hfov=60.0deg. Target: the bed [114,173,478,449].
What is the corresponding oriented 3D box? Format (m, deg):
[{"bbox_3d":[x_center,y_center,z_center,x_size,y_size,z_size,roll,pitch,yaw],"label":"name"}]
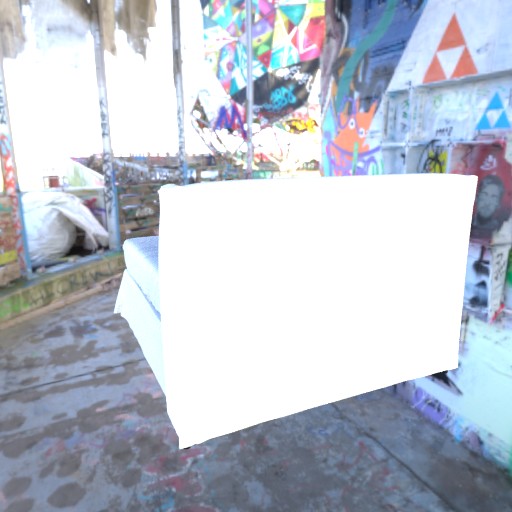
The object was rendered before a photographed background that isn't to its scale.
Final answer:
[{"bbox_3d":[0.000,0.000,3.404,1.925,1.332,2.276,-6,15,-25],"label":"bed"}]
